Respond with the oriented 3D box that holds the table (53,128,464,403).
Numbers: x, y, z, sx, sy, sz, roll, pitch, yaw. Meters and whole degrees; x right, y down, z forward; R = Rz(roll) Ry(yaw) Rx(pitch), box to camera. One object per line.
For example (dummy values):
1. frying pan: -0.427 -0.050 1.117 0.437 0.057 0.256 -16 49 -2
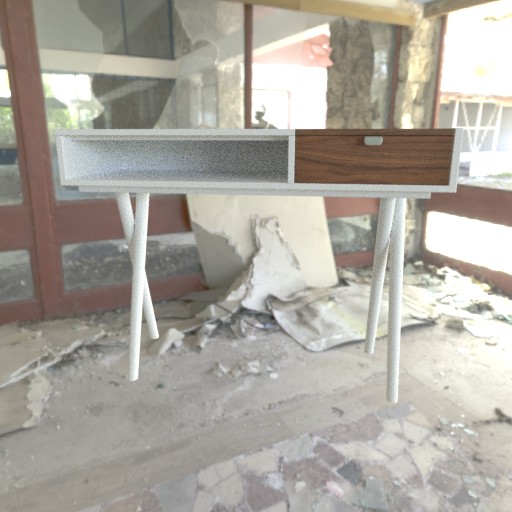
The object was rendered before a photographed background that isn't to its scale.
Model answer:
1. table: 0.000 0.000 1.426 1.066 0.785 0.418 2 16 8
